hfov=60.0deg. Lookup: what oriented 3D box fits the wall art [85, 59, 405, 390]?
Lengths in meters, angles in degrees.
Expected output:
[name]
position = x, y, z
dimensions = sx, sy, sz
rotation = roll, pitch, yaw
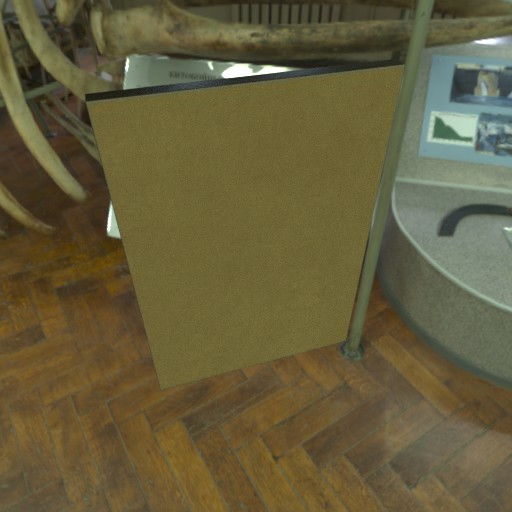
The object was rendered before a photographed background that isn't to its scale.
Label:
[wall art]
position = 0.000, 0.000, 0.575
dimensions = 0.314, 0.455, 0.019
rotation = -12, 43, -13
